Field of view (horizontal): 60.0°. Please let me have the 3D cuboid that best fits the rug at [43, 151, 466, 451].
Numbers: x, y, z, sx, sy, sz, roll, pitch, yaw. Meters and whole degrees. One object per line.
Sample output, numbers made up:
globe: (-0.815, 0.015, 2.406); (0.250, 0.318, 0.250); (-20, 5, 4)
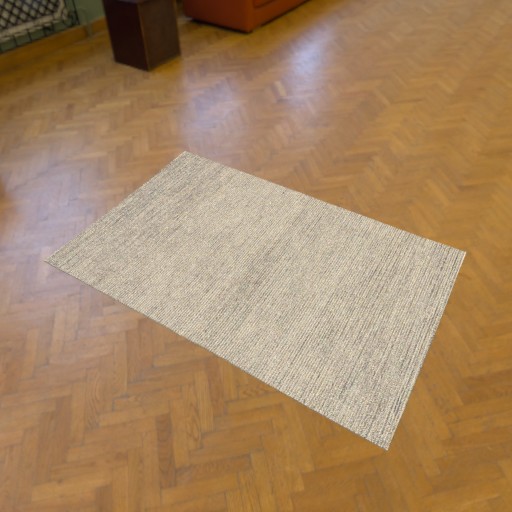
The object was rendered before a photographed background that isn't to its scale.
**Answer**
rug: (0.000, 0.000, 2.233); (1.804, 0.022, 1.162); (24, 50, 21)
